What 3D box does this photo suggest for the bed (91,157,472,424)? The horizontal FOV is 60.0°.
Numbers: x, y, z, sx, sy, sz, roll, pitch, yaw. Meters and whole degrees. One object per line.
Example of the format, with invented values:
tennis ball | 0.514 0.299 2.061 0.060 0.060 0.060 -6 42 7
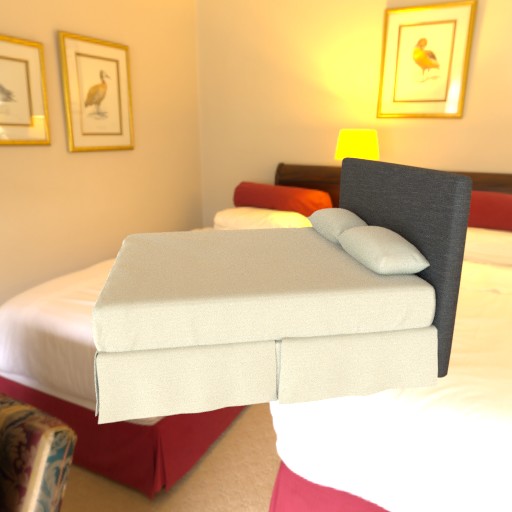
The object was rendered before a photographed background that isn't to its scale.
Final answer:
bed | 0.000 0.000 3.281 2.142 1.330 1.884 -3 16 -9
